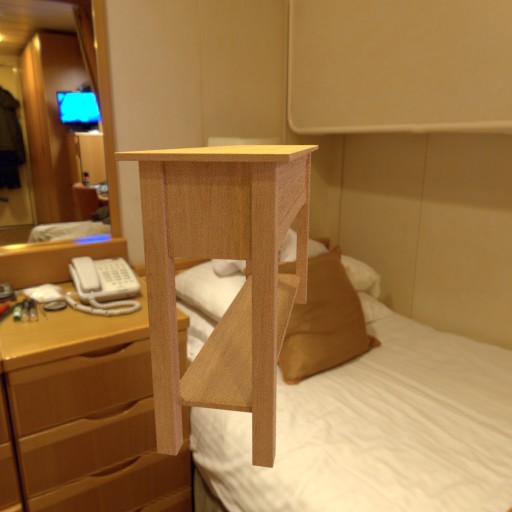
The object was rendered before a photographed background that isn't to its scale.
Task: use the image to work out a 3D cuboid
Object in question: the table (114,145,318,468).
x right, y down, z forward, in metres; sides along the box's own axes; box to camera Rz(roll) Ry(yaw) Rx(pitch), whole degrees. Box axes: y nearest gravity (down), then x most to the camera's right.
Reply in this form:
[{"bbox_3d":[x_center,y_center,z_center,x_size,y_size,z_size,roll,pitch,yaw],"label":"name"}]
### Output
[{"bbox_3d":[0.000,0.000,1.532,0.350,0.730,1.240,3,15,10],"label":"table"}]
